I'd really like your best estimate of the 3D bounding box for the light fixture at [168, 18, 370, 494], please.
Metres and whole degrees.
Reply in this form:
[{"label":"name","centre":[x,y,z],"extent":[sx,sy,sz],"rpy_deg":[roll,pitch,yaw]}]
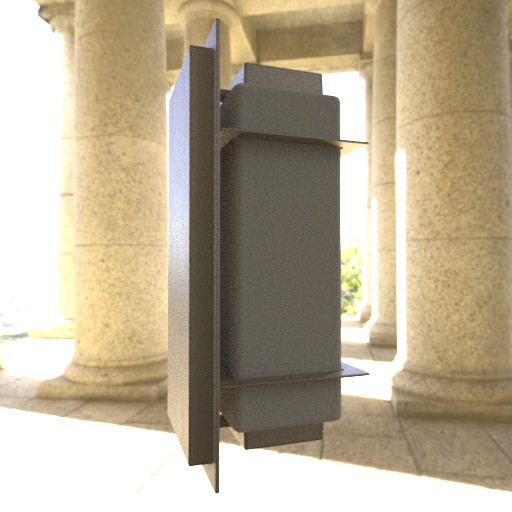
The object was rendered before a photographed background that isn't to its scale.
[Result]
[{"label":"light fixture","centre":[0.000,0.000,0.451],"extent":[0.160,0.380,0.168],"rpy_deg":[0,-1,-19]}]
